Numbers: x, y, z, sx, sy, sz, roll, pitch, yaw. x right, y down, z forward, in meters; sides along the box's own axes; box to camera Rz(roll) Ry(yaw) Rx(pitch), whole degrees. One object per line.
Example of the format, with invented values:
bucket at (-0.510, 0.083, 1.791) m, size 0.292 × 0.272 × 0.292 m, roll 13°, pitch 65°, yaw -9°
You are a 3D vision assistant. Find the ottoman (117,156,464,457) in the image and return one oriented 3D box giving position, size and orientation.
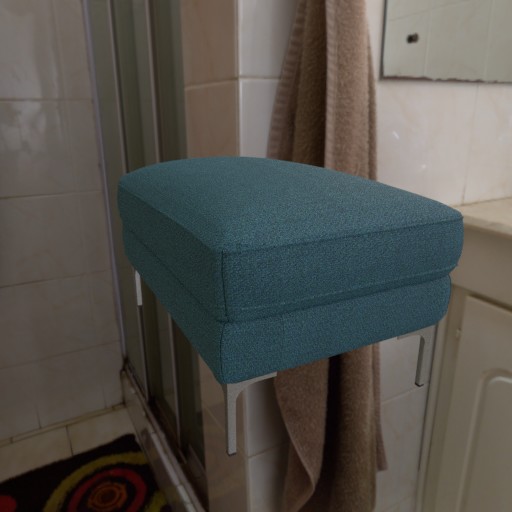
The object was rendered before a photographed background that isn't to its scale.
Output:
ottoman at (0.000, 0.000, 1.189) m, size 0.563 × 0.498 × 0.856 m, roll -9°, pitch 20°, yaw -26°
